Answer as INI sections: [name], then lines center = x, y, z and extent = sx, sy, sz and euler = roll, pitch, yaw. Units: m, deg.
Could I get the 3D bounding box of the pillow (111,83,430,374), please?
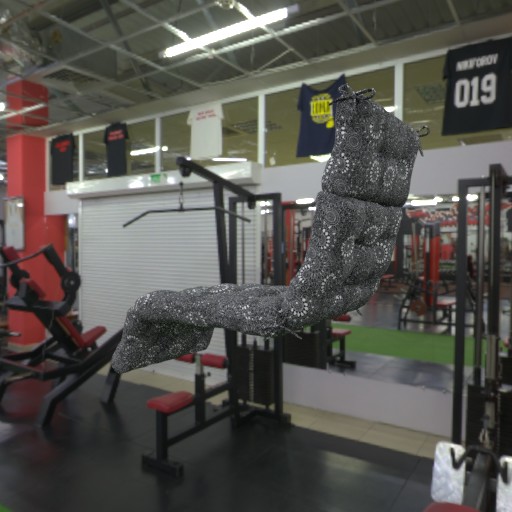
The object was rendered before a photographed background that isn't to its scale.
[pillow]
center = 0.000, 0.000, 1.520
extent = 1.016, 0.863, 0.526
euler = 1, 2, 36
